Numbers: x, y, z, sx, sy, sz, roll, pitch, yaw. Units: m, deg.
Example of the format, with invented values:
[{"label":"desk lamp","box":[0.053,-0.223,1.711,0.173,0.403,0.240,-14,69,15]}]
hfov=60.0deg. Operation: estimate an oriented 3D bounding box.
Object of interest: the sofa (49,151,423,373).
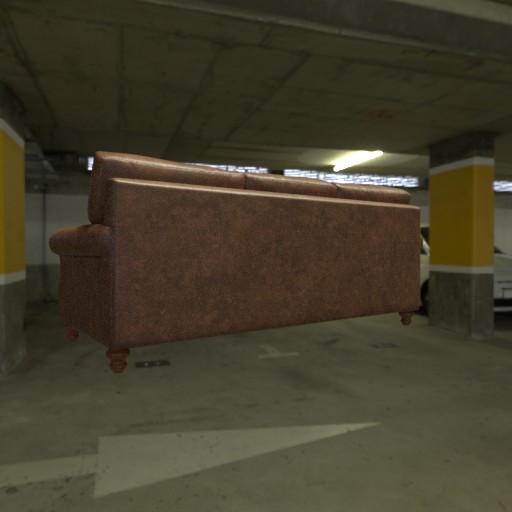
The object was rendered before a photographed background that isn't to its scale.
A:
[{"label":"sofa","box":[0.000,0.000,2.850,2.351,0.977,0.973,-1,1,-36]}]
